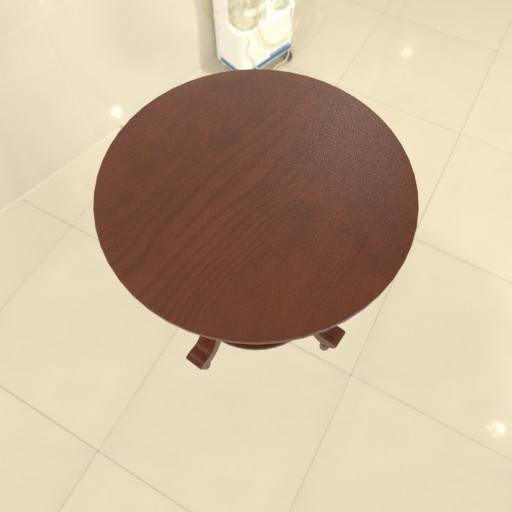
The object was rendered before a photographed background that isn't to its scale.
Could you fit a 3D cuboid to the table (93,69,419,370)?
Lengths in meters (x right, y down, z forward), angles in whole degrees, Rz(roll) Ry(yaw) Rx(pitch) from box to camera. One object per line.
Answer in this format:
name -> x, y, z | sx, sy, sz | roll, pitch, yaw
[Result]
table -> 0.000, 0.000, 1.095 | 0.597, 0.612, 0.597 | 0, 64, 0
